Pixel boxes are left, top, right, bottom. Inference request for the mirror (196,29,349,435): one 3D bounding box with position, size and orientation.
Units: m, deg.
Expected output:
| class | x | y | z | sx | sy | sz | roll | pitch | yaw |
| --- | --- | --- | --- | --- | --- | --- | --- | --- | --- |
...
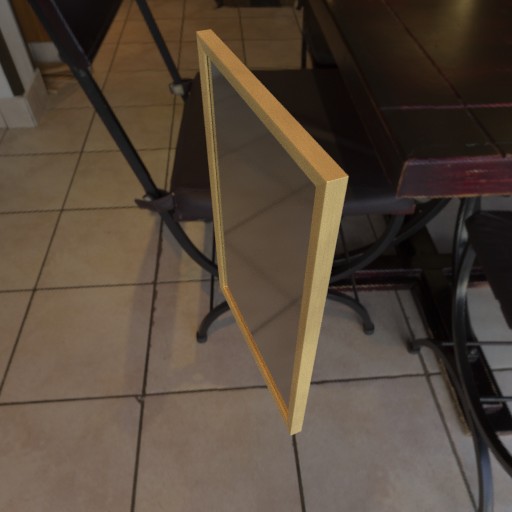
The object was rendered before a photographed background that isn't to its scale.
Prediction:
| class | x | y | z | sx | sy | sz | roll | pitch | yaw |
| --- | --- | --- | --- | --- | --- | --- | --- | --- | --- |
| mirror | 0.000 | 0.000 | 1.156 | 0.040 | 0.915 | 0.609 | -17 | 49 | -15 |
